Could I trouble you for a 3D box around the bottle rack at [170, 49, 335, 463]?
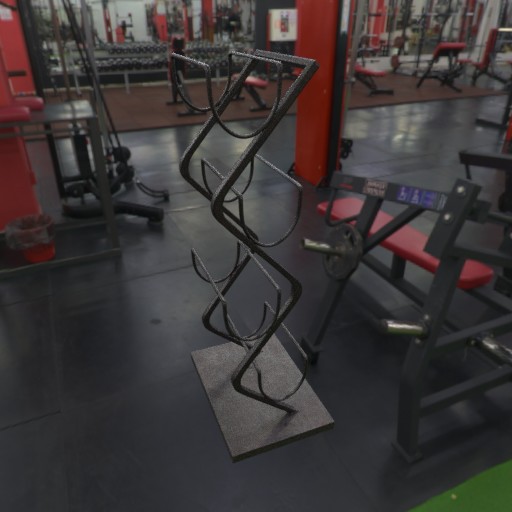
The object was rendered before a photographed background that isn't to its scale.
[{"bbox_3d":[0.000,0.000,0.674,0.178,0.559,0.254,-11,31,-19],"label":"bottle rack"}]
